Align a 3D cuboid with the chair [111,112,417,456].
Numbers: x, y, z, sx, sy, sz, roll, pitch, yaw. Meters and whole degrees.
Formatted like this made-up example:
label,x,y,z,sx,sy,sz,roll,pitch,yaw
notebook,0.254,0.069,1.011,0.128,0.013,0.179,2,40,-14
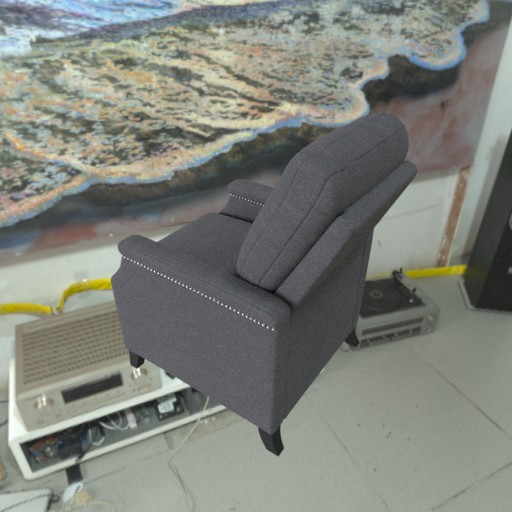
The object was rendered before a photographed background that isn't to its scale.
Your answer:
label,x,y,z,sx,sy,sz,roll,pitch,yaw
chair,0.000,0.000,1.652,0.922,1.049,0.710,20,38,29
